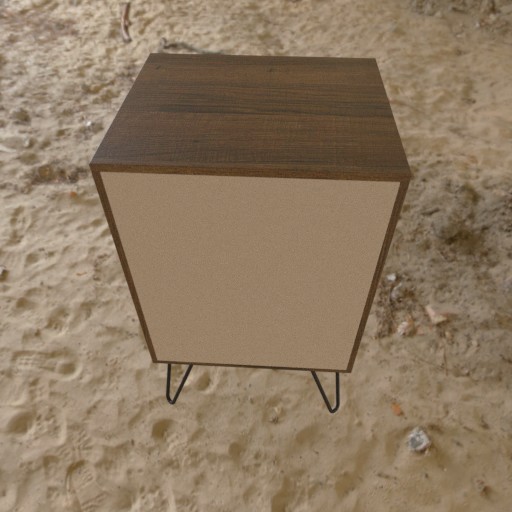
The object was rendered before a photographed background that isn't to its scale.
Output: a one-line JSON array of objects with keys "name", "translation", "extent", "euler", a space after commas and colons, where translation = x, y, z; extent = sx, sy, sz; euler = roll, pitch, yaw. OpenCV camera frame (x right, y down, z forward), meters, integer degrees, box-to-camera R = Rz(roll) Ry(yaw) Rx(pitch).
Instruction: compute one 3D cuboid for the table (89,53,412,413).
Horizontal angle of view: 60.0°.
[{"name": "table", "translation": [0.000, 0.000, 1.177], "extent": [0.526, 0.866, 0.457], "euler": [2, 46, 2]}]
